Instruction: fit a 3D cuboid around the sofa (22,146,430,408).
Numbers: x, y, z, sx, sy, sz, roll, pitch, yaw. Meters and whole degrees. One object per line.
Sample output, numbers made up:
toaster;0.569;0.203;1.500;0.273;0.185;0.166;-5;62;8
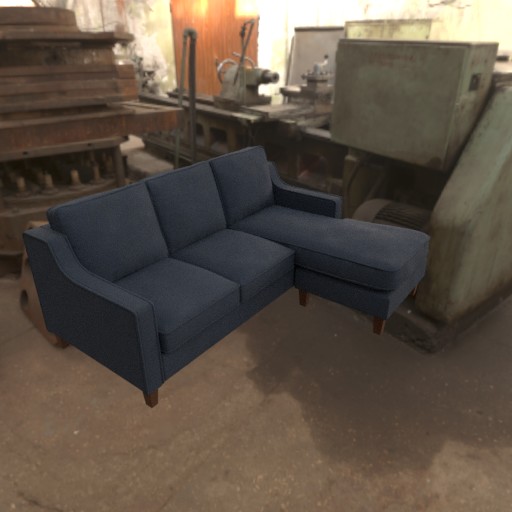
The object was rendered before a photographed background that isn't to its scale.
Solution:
sofa;0.000;0.000;3.186;1.858;1.066;2.317;18;31;33
